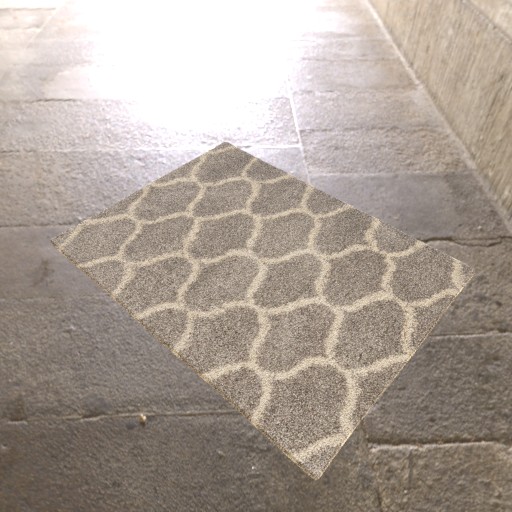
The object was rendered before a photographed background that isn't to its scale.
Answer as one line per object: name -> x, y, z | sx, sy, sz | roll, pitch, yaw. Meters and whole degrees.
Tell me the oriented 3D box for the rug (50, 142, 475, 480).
rug -> 0.000, 0.000, 2.065 | 1.600, 0.025, 1.200 | 33, 54, 28
